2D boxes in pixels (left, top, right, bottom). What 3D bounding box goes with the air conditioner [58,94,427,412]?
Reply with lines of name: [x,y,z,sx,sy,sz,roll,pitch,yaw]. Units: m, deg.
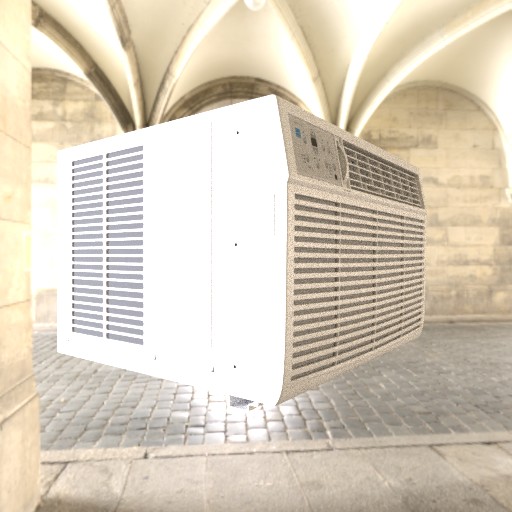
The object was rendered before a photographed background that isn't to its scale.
air conditioner: [0.000,0.000,1.037,0.599,0.455,0.645,0,0,37]
